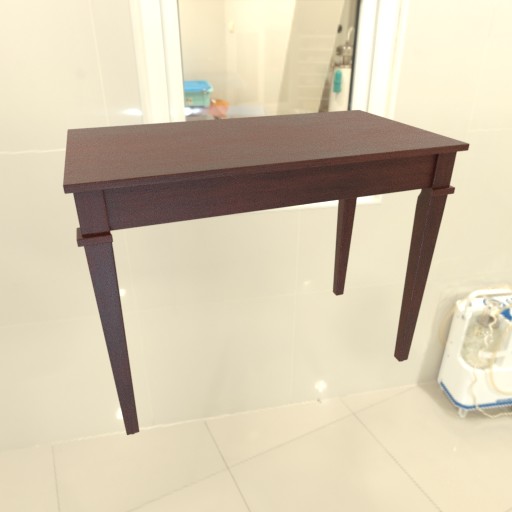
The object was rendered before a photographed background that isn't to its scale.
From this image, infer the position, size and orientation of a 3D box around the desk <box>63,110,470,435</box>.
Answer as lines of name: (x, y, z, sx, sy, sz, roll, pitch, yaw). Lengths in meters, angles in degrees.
desk: (0.000, 0.000, 1.423, 1.001, 0.762, 0.549, -9, 29, -17)
